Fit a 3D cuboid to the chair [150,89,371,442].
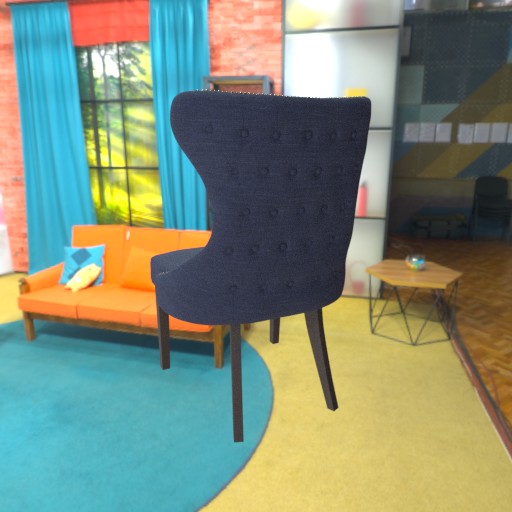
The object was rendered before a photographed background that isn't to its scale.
[{"bbox_3d":[0.000,0.000,1.444,0.628,0.967,0.635,-7,16,-26],"label":"chair"}]
